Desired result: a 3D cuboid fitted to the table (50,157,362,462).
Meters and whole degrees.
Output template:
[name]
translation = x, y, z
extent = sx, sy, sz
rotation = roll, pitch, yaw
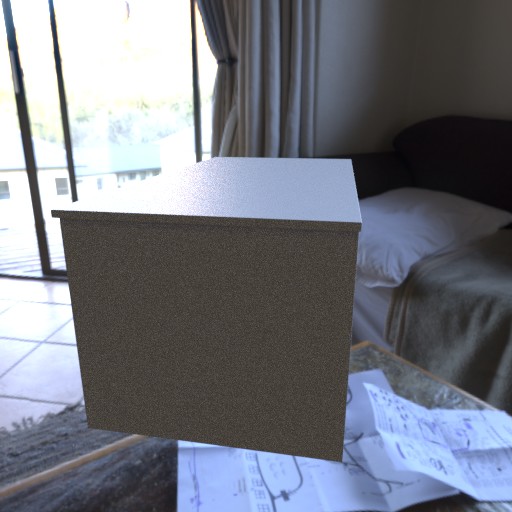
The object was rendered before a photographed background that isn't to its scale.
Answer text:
[table]
translation = 0.000, 0.000, 1.218
extent = 0.500, 0.441, 1.000
rotation = 3, 18, 10
